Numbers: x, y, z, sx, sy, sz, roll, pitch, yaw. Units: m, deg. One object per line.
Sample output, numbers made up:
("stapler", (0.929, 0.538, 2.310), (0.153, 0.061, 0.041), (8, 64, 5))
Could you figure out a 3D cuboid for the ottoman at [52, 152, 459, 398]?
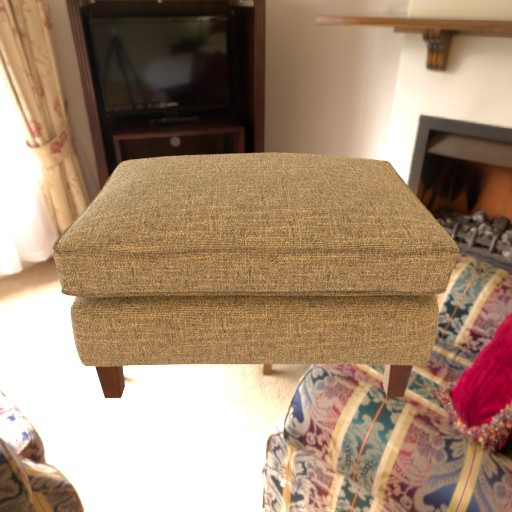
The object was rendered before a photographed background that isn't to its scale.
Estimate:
("ottoman", (0.000, 0.000, 0.984), (0.686, 0.406, 0.508), (0, 30, 0))
